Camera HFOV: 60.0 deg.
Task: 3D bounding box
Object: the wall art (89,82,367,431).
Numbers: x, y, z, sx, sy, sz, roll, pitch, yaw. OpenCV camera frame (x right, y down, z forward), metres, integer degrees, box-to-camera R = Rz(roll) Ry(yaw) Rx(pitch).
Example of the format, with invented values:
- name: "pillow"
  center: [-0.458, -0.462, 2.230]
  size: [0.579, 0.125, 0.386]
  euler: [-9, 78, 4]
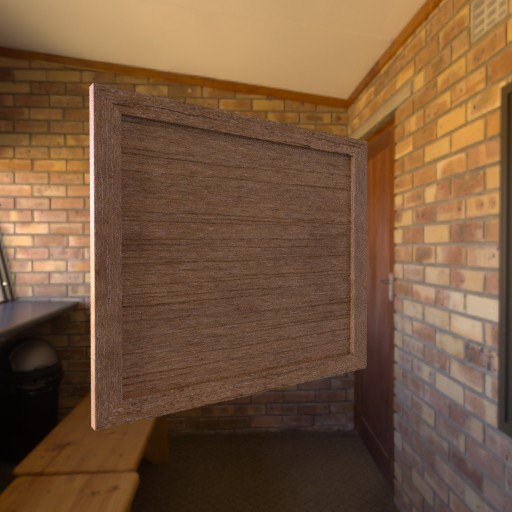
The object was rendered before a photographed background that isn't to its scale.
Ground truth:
- name: "wall art"
  center: [0.000, 0.000, 0.959]
  size: [0.690, 0.588, 0.026]
  euler: [-1, 1, -36]
